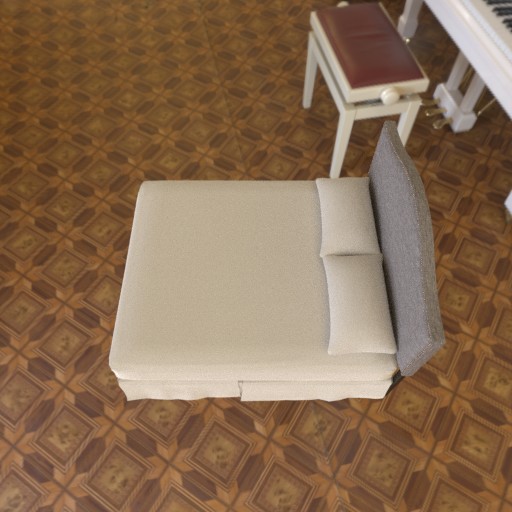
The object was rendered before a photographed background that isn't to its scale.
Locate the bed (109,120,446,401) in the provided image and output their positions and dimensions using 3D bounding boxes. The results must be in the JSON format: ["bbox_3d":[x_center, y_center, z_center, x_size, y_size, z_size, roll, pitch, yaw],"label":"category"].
[{"bbox_3d":[0.000,0.000,2.980,1.870,1.295,1.610,0,59,0],"label":"bed"}]
